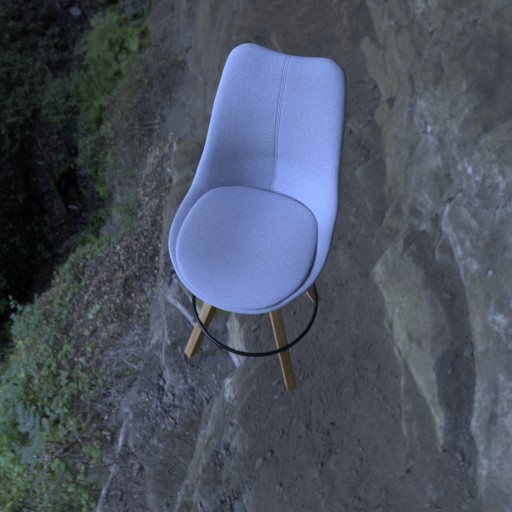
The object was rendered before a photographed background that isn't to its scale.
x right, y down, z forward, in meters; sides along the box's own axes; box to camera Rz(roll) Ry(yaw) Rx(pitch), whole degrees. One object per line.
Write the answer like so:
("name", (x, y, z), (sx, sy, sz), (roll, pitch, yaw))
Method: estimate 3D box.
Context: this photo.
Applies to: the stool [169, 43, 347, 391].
("stool", (0.000, 0.000, 1.438), (0.484, 1.115, 0.550), (16, 60, 9))
